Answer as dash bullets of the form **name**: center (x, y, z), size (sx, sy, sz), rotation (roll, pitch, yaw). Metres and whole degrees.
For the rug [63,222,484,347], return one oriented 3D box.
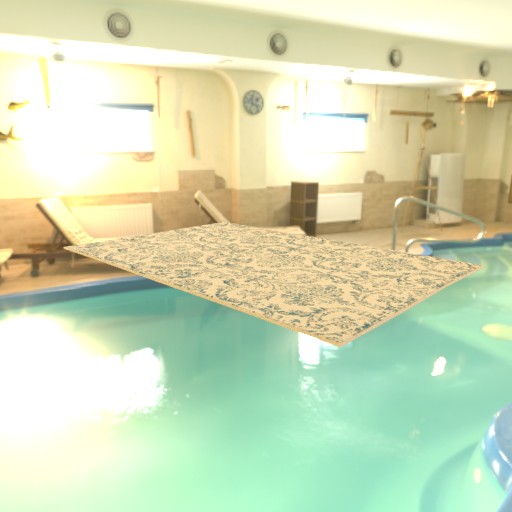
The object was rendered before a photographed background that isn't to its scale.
- **rug**: center (0.000, 0.000, 3.432), size (2.746, 0.018, 1.819), rotation (13, 19, 42)
